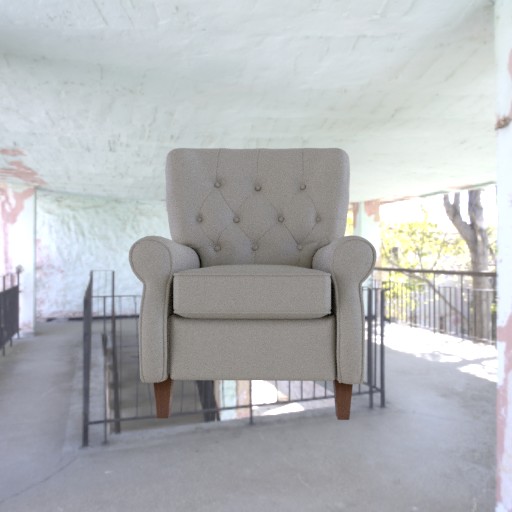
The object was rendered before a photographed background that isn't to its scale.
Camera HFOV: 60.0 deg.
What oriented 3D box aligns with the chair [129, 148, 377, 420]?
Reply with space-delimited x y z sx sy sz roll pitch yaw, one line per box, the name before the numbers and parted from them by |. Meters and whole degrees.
chair | 0.000 0.000 2.003 0.943 1.158 1.059 0 0 2
